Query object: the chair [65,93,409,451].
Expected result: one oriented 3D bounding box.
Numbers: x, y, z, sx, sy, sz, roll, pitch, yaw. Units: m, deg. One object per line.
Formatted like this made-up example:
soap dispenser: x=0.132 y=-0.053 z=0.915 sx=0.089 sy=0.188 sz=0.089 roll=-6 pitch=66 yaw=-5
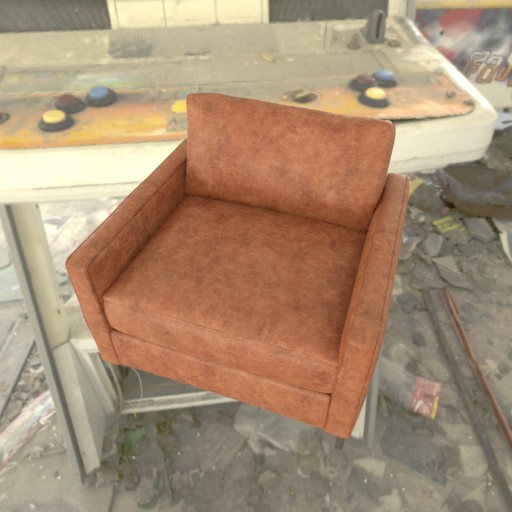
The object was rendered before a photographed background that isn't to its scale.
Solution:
chair: x=0.000 y=0.000 z=1.615 sx=0.967 sy=0.869 sz=0.862 roll=13 pitch=44 yaw=14
